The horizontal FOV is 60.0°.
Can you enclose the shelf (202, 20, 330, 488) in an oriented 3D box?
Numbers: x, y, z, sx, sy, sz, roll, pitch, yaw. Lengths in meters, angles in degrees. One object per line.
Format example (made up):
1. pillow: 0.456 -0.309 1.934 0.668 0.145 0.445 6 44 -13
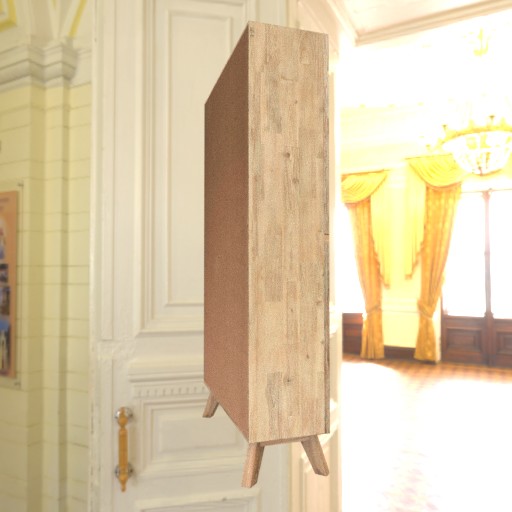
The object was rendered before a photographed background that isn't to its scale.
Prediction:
1. shelf: 0.000 0.000 1.781 0.308 1.471 0.748 0 -1 -17
